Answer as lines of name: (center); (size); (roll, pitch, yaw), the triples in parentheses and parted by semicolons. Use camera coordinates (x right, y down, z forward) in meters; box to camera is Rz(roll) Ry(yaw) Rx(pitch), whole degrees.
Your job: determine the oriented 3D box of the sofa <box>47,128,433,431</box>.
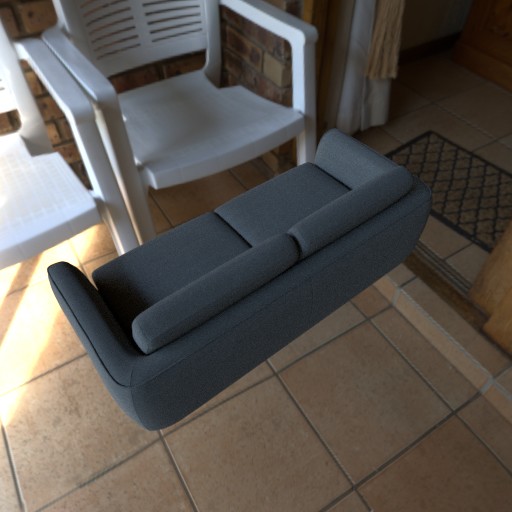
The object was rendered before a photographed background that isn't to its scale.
sofa: (0.000, 0.000, 2.476); (2.000, 0.850, 0.920); (-30, 56, -24)
